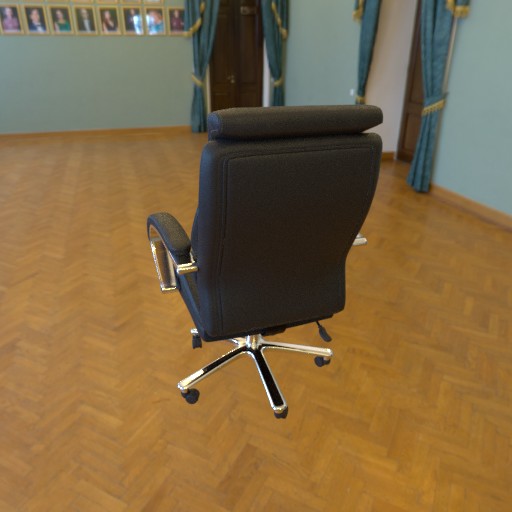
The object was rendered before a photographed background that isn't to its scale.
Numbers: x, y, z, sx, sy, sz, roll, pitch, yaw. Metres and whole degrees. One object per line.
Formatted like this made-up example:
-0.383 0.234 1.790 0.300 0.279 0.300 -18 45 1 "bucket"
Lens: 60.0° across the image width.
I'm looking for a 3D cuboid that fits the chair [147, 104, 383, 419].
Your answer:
0.000 0.000 1.711 0.755 1.183 0.790 -8 27 -17 "chair"
